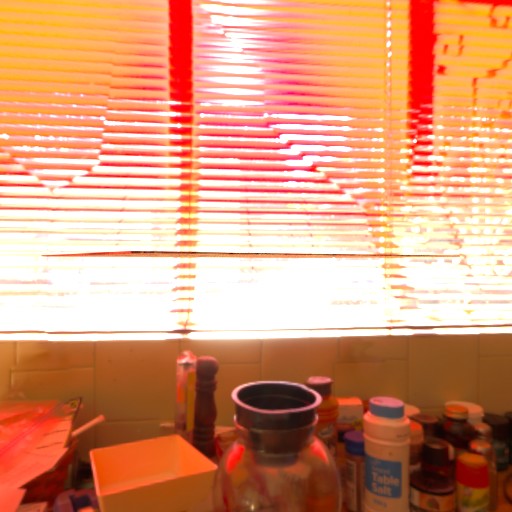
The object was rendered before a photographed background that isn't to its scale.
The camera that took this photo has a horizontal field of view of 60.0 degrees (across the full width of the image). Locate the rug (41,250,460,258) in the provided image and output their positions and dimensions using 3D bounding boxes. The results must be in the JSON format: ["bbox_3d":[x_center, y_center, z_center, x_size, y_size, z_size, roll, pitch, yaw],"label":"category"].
[{"bbox_3d":[0.000,0.000,2.310,1.817,0.008,1.223,0,-1,-37],"label":"rug"}]
